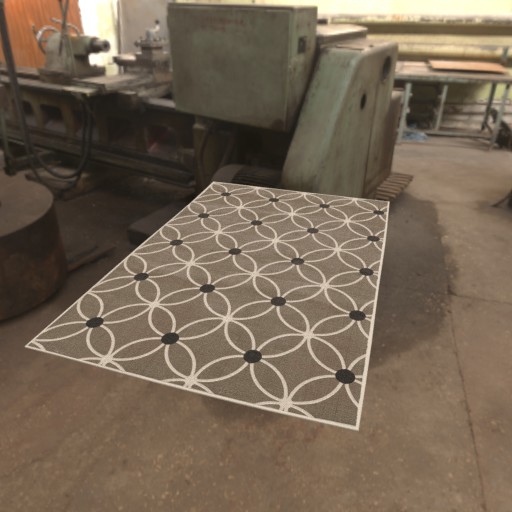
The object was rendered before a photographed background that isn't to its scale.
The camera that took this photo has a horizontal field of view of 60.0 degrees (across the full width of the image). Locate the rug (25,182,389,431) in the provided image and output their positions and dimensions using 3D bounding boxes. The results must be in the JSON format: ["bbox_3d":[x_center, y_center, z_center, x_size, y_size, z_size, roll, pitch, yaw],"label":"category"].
[{"bbox_3d":[0.000,0.000,2.772,1.522,0.008,2.284,9,31,15],"label":"rug"}]
